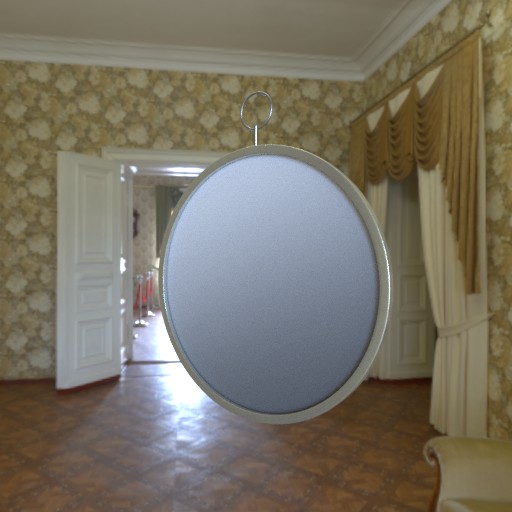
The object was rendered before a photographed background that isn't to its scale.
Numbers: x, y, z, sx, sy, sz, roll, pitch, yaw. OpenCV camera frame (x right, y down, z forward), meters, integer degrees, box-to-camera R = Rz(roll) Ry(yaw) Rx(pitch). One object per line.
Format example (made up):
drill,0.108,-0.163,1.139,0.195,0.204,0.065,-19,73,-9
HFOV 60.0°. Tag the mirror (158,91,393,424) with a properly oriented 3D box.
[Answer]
mirror,0.000,0.000,0.964,0.594,0.713,0.020,0,0,35
